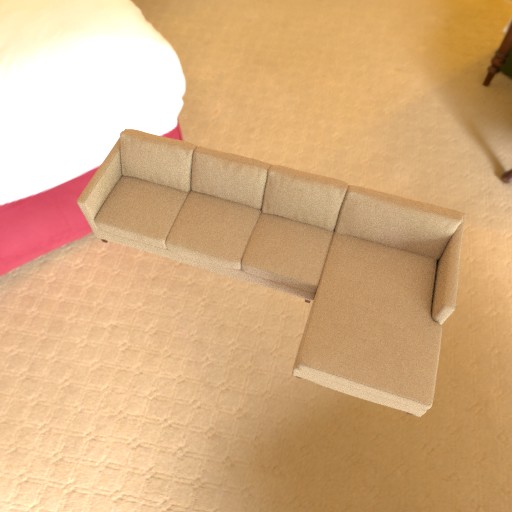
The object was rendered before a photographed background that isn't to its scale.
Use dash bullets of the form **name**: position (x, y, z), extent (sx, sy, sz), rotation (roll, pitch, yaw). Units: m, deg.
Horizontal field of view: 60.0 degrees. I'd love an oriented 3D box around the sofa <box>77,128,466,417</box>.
- **sofa**: position (0.000, 0.000, 3.781), extent (3.186, 0.846, 1.625), rotation (16, 60, 9)
